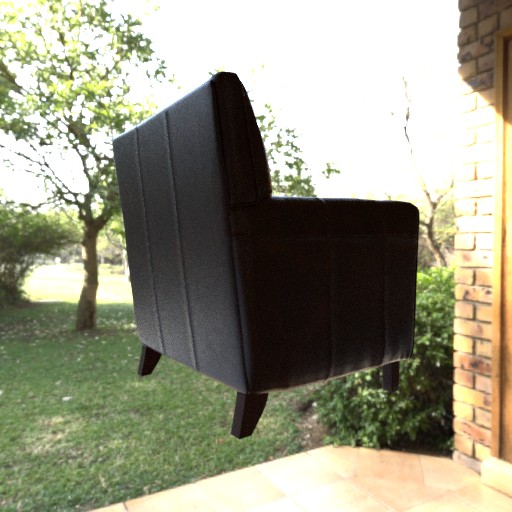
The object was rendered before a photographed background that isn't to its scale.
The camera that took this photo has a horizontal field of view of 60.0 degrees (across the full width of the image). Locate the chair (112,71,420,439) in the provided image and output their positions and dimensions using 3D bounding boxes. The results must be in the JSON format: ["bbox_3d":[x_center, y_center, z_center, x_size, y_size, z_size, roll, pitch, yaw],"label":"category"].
[{"bbox_3d":[0.000,0.000,1.639,0.823,0.943,0.870,-1,1,-35],"label":"chair"}]
